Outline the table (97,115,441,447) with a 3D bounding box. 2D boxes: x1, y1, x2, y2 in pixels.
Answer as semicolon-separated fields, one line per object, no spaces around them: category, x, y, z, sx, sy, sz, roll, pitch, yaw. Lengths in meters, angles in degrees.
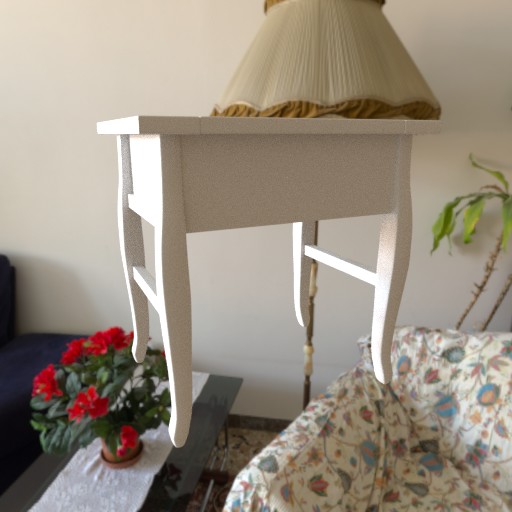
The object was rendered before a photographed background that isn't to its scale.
table;0.000;0.000;1.037;0.599;0.605;0.463;-7;17;-25
